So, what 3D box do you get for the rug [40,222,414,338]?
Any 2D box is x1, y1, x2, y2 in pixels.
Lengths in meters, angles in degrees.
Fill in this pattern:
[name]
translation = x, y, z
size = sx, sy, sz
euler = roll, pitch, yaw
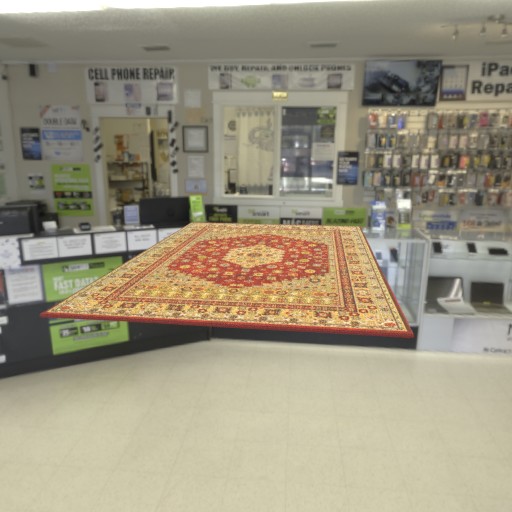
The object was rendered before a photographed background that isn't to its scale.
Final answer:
[rug]
translation = 0.000, 0.000, 2.251
size = 1.194, 0.013, 1.802
euler = 2, 14, 8
